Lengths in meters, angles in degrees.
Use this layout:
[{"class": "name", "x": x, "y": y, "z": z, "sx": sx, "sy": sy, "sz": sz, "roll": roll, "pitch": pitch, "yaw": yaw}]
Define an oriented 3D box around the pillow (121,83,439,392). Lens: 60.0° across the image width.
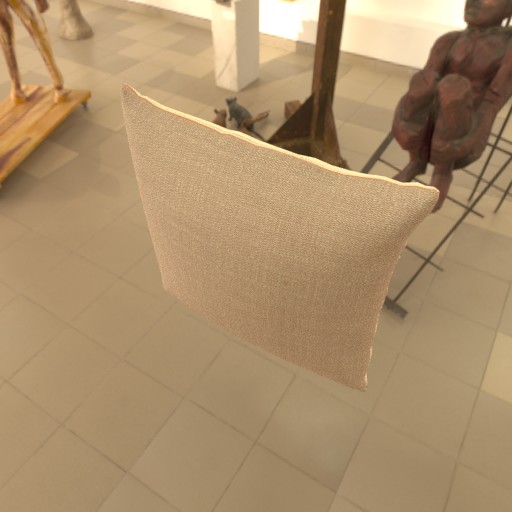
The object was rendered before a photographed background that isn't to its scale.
[{"class": "pillow", "x": 0.000, "y": 0.000, "z": 0.803, "sx": 0.521, "sy": 0.519, "sz": 0.215, "roll": 24, "pitch": 51, "yaw": 21}]
